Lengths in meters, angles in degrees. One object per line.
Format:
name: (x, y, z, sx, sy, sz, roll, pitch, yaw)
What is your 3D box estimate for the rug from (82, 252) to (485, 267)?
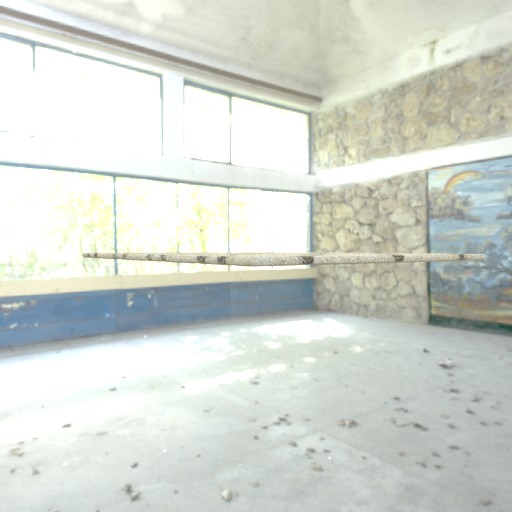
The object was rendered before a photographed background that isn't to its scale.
rug: (0.000, 0.000, 2.127, 1.200, 0.025, 1.600, -1, 1, -36)
